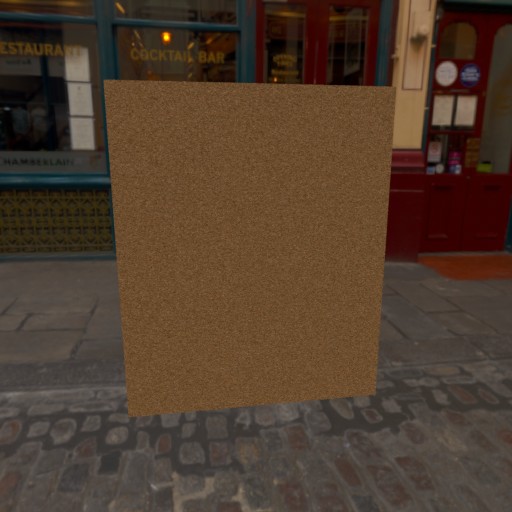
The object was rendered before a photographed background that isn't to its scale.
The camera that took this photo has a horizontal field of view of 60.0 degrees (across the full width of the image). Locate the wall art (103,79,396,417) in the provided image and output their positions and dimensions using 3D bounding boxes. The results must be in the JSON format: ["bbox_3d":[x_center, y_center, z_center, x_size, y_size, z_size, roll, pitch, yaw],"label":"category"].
[{"bbox_3d":[0.000,0.000,0.780,0.467,0.567,0.033,-2,13,-9],"label":"wall art"}]
